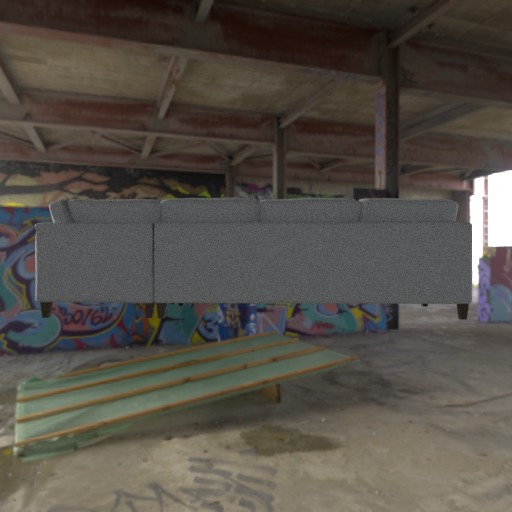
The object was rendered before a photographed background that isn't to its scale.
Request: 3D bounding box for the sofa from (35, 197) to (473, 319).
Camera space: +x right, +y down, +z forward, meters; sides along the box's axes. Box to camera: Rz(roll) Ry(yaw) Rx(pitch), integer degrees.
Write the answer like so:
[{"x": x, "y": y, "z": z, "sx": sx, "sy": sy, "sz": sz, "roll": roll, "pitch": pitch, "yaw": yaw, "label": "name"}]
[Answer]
[{"x": 0.000, "y": 0.000, "z": 4.539, "sx": 3.333, "sy": 0.934, "sz": 2.522, "roll": 0, "pitch": 0, "yaw": 1, "label": "sofa"}]
